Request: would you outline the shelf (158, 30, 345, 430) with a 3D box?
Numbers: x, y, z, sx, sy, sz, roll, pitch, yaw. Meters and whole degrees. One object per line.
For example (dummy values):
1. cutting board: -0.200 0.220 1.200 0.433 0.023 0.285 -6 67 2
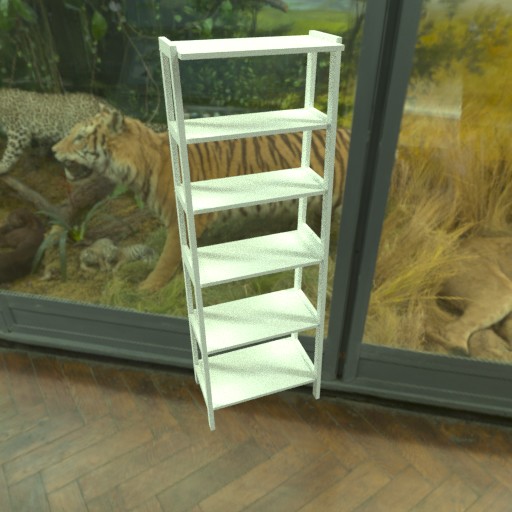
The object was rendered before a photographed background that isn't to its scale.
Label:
1. shelf: 0.000 0.000 2.140 0.660 1.892 0.381 -11 34 -16
